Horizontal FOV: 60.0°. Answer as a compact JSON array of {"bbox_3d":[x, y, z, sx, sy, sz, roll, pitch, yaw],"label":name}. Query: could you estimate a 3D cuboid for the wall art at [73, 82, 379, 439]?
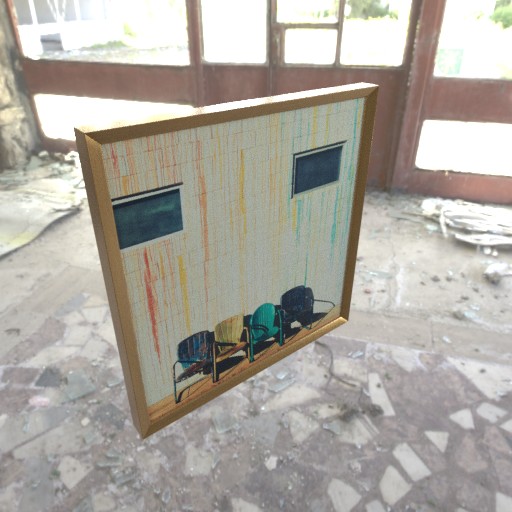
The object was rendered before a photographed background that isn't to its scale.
[{"bbox_3d":[0.000,0.000,0.755,0.505,0.505,0.037,-22,36,-33],"label":"wall art"}]
